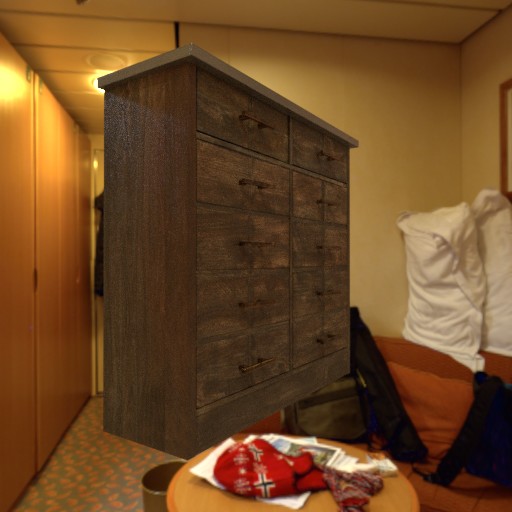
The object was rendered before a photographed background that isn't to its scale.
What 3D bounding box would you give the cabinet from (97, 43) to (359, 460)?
[{"bbox_3d":[0.000,0.000,1.449,0.338,0.919,0.968,0,-1,34],"label":"cabinet"}]
